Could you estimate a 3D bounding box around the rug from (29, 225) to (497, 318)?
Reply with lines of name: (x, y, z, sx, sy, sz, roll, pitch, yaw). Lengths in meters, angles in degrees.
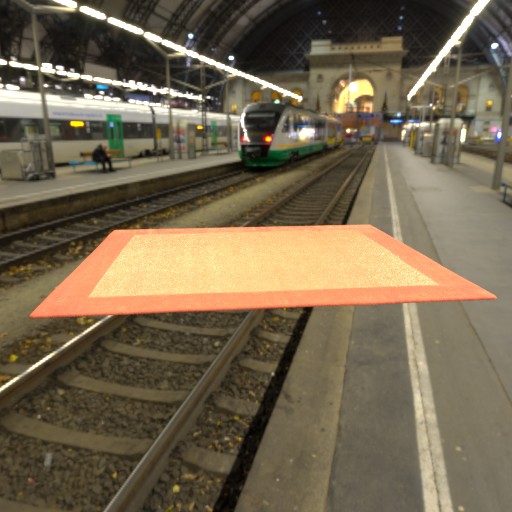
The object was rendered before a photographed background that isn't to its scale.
rug: (0.000, 0.000, 3.941, 2.976, 0.018, 2.430, -2, 16, -6)
